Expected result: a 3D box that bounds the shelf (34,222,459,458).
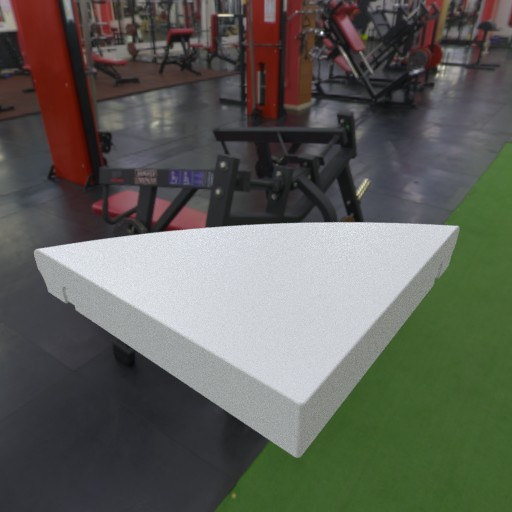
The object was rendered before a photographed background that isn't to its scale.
[{"bbox_3d":[0.000,0.000,0.458,0.310,0.050,0.310,21,36,32],"label":"shelf"}]
